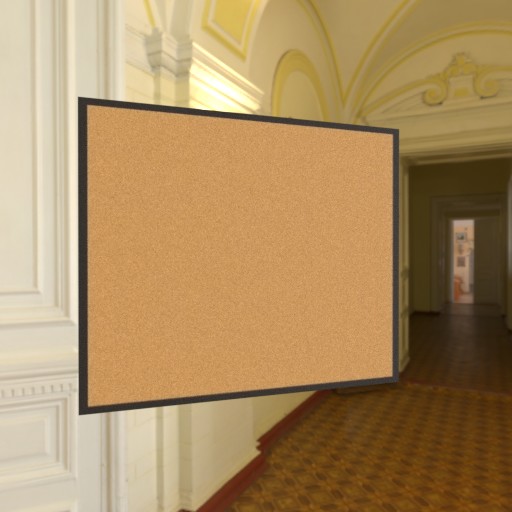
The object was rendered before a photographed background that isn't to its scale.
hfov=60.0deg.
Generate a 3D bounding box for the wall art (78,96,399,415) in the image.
[{"bbox_3d":[0.000,0.000,1.386,1.033,0.875,0.023,0,0,-18],"label":"wall art"}]
